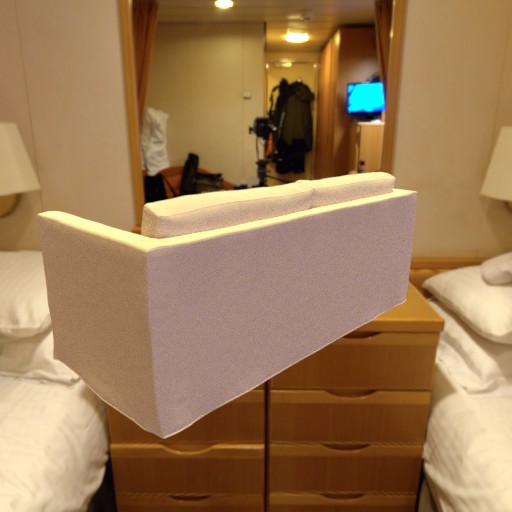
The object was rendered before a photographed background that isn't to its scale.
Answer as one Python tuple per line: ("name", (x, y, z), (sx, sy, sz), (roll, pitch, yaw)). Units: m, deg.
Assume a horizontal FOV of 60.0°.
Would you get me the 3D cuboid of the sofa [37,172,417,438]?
("sofa", (0.000, 0.000, 2.466), (0.940, 0.870, 1.987), (15, 22, 42))
